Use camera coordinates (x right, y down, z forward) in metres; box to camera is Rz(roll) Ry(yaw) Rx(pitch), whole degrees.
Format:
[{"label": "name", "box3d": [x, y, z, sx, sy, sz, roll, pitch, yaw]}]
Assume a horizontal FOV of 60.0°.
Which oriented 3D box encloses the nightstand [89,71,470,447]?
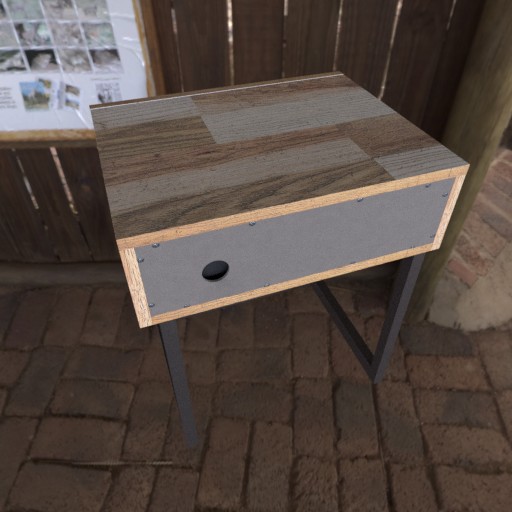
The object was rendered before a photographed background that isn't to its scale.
[{"label": "nightstand", "box3d": [0.000, 0.000, 1.018, 0.558, 0.632, 0.481, -14, 44, -15]}]
